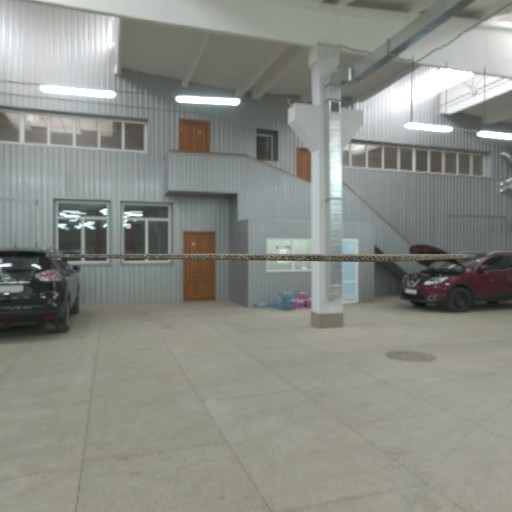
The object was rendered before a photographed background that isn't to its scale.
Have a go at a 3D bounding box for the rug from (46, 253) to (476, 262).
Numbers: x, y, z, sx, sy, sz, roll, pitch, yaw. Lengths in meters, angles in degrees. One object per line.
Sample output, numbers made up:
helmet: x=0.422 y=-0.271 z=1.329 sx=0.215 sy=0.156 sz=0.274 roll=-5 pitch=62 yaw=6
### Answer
rug: x=0.000 y=0.000 z=3.331 sx=2.699 sy=0.026 sz=1.802 roll=0 pitch=1 yaw=36
